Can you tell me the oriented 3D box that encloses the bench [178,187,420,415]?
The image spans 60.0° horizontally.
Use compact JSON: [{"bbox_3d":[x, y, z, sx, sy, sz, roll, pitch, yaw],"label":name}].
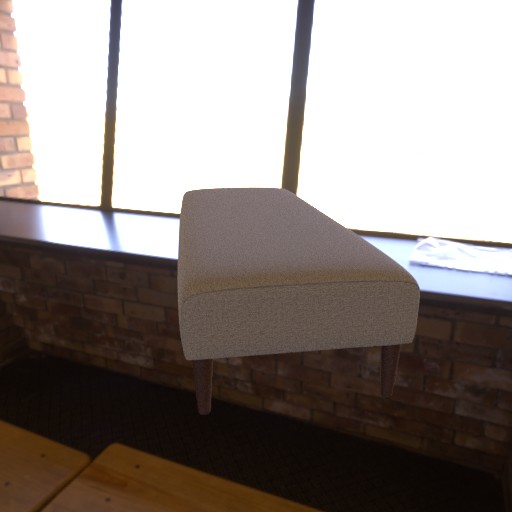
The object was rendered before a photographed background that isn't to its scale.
[{"bbox_3d":[0.000,0.000,1.858,0.631,0.383,1.598,-3,17,-8],"label":"bench"}]
